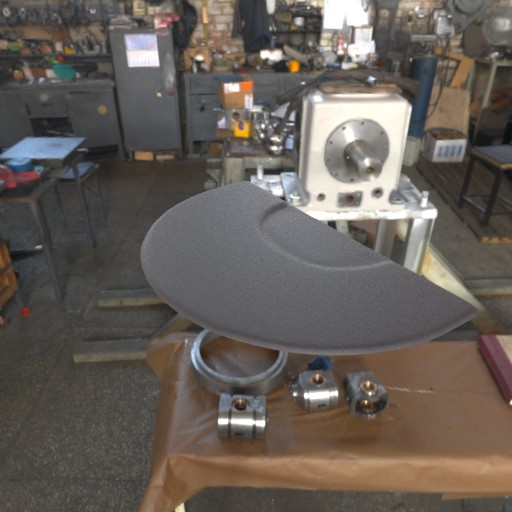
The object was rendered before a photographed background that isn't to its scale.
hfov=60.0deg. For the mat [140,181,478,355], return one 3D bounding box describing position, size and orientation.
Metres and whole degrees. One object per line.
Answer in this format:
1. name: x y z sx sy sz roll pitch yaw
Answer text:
1. mat: 0.000 0.000 1.889 0.917 0.022 1.525 -19 36 -29
